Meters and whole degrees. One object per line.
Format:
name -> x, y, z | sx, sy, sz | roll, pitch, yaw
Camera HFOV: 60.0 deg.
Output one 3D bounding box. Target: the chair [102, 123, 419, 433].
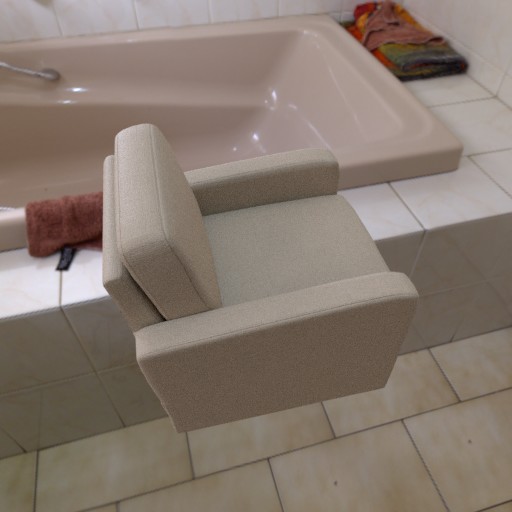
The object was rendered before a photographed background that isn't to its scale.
chair -> 0.000, 0.000, 1.521 | 0.888, 0.827, 0.755 | -9, 47, -9
